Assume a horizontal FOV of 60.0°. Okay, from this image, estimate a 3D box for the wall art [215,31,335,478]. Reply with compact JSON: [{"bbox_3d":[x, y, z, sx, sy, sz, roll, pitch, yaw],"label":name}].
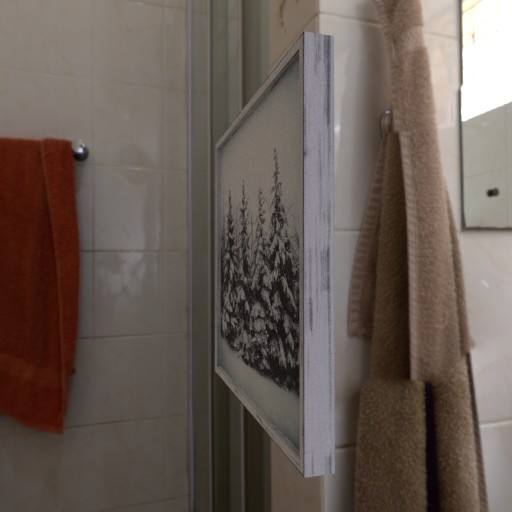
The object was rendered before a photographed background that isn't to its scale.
[{"bbox_3d":[0.000,0.000,0.749,0.038,0.506,0.506,0,-1,-17],"label":"wall art"}]
